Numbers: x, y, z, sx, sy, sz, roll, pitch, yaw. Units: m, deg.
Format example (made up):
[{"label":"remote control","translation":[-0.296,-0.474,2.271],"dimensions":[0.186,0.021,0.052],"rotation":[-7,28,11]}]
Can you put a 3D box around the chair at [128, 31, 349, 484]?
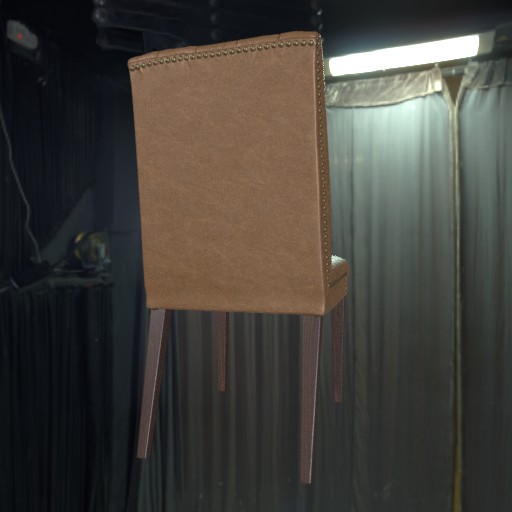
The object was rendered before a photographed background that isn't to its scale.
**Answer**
[{"label":"chair","translation":[0.000,0.000,1.336],"dimensions":[0.511,1.016,0.647],"rotation":[0,0,17]}]
